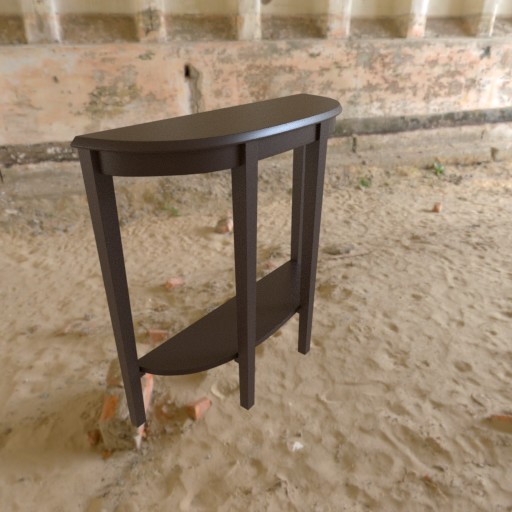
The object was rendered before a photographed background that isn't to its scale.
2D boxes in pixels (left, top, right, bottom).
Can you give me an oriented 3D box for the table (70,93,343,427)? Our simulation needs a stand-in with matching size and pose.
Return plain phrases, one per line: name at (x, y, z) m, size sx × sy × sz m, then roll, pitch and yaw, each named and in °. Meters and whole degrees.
table at (0.000, 0.000, 1.347) m, size 0.274 × 0.831 × 0.909 m, roll 19°, pitch 33°, yaw 33°
